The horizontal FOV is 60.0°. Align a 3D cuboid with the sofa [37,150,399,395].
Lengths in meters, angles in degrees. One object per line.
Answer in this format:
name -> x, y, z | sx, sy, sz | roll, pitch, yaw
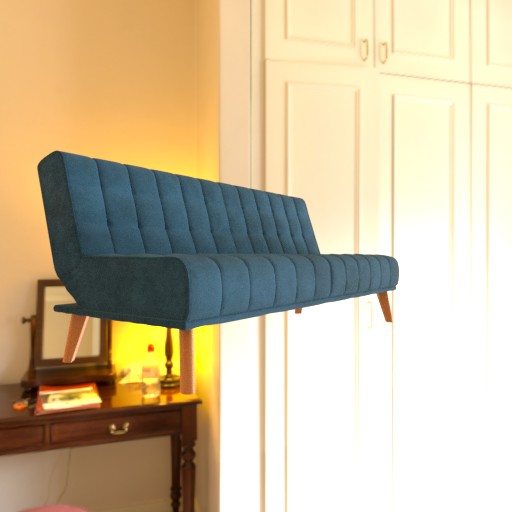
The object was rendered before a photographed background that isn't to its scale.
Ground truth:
sofa -> 0.000, 0.000, 2.246 | 0.855, 0.813, 1.804 | 0, 0, 37
